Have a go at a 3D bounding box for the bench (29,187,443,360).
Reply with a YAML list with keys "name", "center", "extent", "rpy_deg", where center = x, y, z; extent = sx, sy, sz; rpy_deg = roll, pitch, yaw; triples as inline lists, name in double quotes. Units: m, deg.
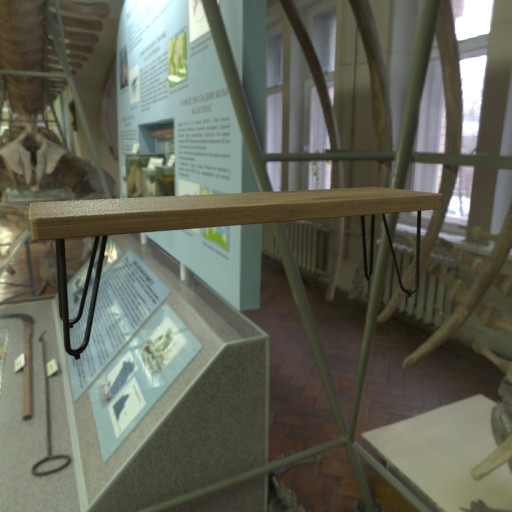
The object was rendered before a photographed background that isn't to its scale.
- name: "bench"
  center: [0.000, 0.000, 1.768]
  extent: [1.570, 0.462, 0.425]
  rpy_deg: [-6, 15, -25]
